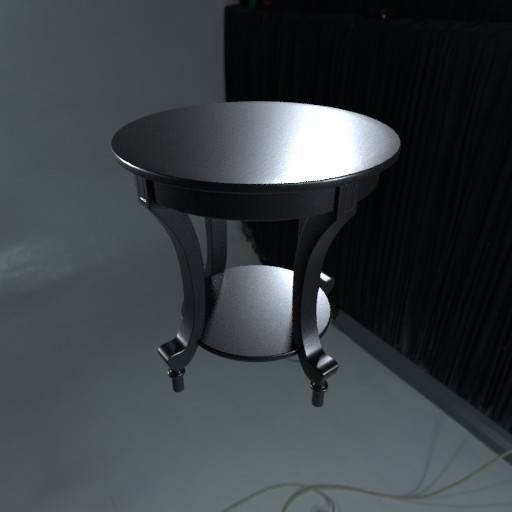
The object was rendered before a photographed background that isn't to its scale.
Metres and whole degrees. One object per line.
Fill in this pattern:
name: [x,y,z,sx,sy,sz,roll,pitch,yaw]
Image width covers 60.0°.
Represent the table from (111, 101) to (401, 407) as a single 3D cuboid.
table: [0.000,0.000,1.103,0.597,0.618,0.597,0,31,0]
